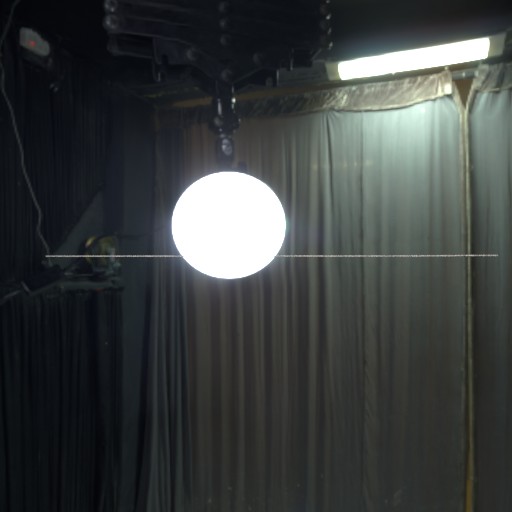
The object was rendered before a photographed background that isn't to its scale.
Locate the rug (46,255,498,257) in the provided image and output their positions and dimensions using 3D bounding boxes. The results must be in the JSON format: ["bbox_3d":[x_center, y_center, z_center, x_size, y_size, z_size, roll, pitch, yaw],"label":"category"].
[{"bbox_3d":[0.000,0.000,2.631,2.443,0.009,0.706,0,0,18],"label":"rug"}]
